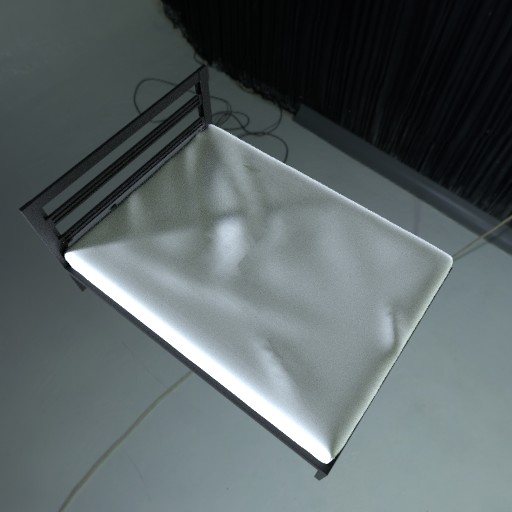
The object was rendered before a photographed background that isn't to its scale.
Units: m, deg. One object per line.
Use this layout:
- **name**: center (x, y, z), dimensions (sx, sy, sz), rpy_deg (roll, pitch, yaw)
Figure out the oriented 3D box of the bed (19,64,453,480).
- **bed**: center (0.000, 0.000, 2.783), dimensions (2.062, 0.967, 1.524), rpy_deg (33, 65, 18)
